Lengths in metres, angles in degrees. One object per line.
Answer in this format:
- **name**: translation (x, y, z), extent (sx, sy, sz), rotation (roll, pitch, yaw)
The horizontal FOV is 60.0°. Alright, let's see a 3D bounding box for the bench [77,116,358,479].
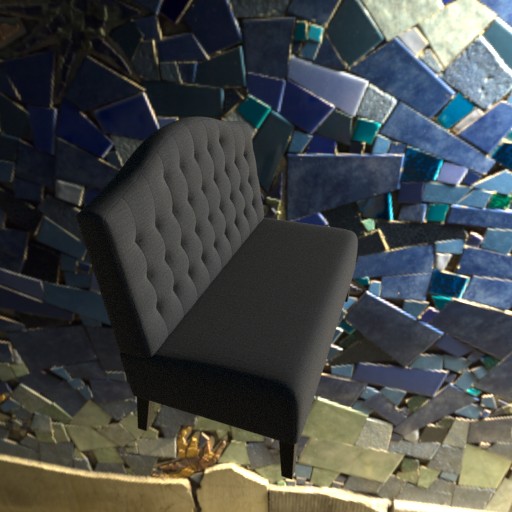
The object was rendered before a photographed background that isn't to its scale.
- **bench**: translation (0.000, 0.000, 2.088), extent (0.815, 1.180, 1.335), rotation (10, 32, 17)
